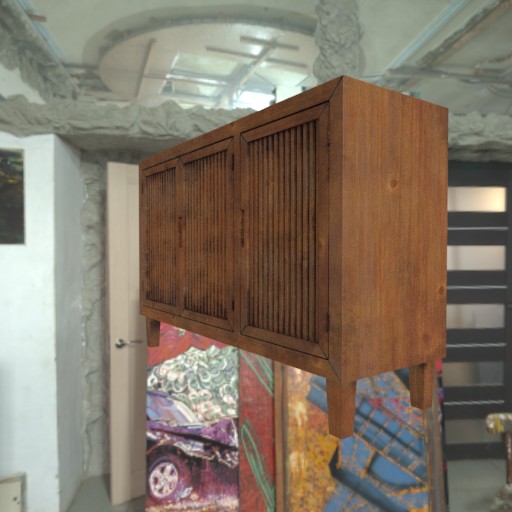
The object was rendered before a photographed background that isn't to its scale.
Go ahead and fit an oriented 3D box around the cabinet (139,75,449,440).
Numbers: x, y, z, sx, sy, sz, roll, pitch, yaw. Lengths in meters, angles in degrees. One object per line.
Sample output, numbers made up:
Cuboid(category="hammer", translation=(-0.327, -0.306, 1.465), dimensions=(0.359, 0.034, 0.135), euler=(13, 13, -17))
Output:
Cuboid(category="cabinet", translation=(0.000, 0.000, 1.563), dimensions=(0.403, 0.805, 1.204), euler=(-1, 2, -35))
